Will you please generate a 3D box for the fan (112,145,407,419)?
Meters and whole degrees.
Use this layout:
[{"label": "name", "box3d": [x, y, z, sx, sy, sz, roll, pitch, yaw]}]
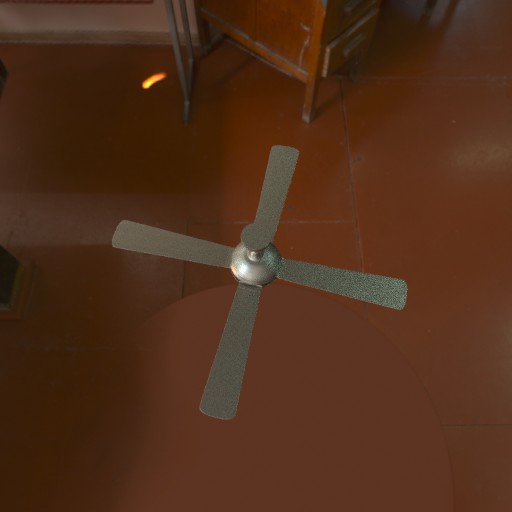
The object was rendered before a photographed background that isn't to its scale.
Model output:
[{"label": "fan", "box3d": [0.000, 0.000, 1.978, 1.321, 0.381, 1.321, 31, 69, 14]}]
